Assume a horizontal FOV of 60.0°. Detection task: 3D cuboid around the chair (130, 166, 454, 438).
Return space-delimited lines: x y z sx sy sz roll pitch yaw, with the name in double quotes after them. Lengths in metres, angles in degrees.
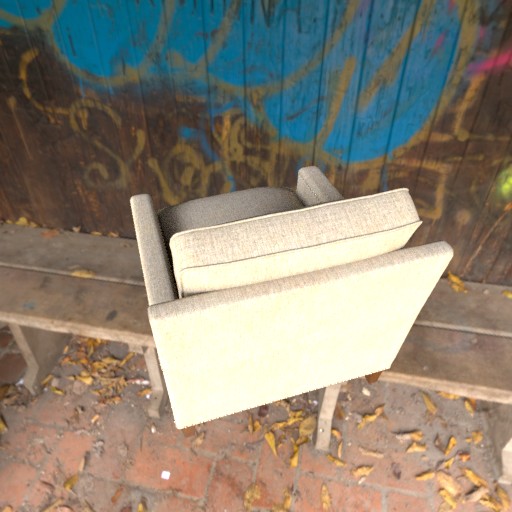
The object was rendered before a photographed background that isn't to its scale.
0.000 0.000 1.709 0.853 0.943 1.014 -12 43 -13 "chair"
